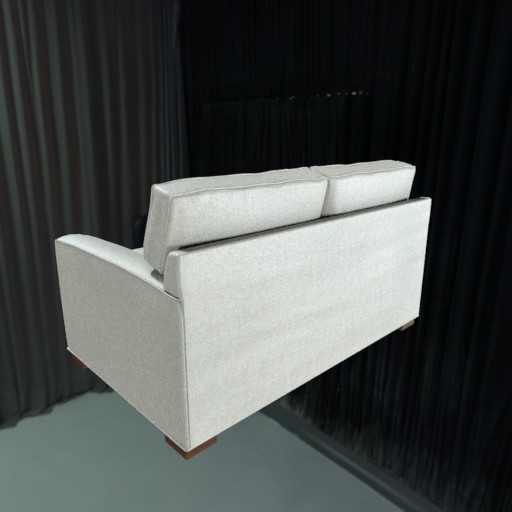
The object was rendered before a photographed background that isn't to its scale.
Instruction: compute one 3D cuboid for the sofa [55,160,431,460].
[{"bbox_3d":[0.000,0.000,2.061,1.484,0.853,0.940,-15,22,-42],"label":"sofa"}]
